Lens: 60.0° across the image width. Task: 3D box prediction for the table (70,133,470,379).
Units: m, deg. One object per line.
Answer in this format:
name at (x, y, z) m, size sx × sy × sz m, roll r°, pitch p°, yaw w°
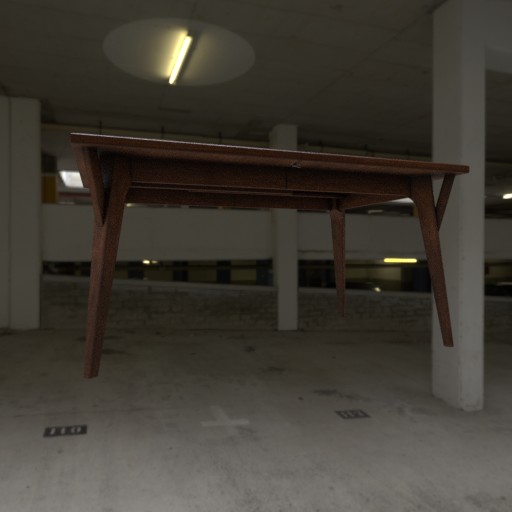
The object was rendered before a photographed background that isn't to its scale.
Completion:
table at (0.000, 0.000, 2.051) m, size 1.524 × 0.761 × 0.990 m, roll 0°, pitch 0°, yaw -19°
